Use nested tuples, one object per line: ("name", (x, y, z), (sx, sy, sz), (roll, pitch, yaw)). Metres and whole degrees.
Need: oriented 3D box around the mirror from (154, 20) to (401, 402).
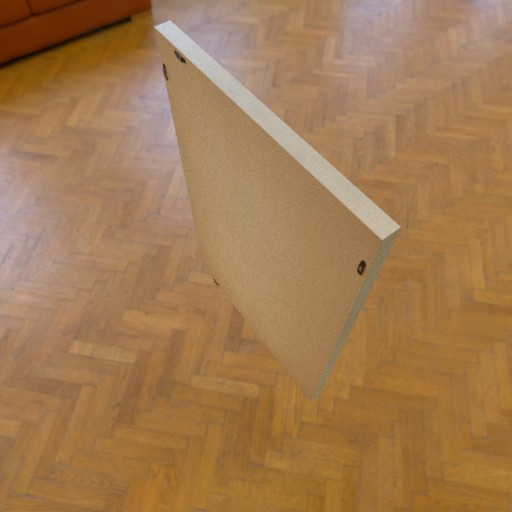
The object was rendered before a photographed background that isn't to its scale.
("mirror", (0.000, 0.000, 1.116), (0.041, 0.915, 0.609), (-33, 64, -18))
